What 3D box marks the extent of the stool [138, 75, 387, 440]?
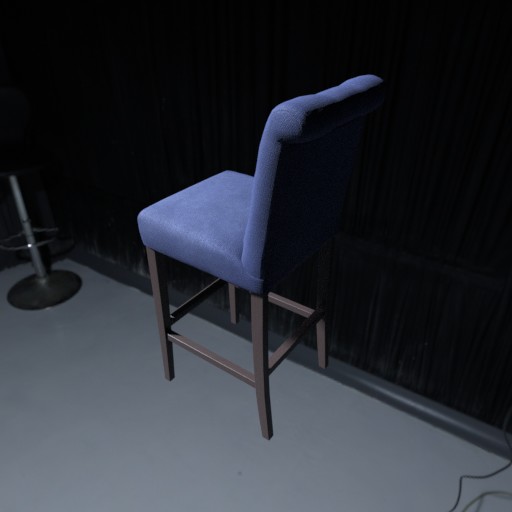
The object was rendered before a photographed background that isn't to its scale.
[{"bbox_3d":[0.000,0.000,1.497,0.601,1.140,0.493,21,37,30],"label":"stool"}]
